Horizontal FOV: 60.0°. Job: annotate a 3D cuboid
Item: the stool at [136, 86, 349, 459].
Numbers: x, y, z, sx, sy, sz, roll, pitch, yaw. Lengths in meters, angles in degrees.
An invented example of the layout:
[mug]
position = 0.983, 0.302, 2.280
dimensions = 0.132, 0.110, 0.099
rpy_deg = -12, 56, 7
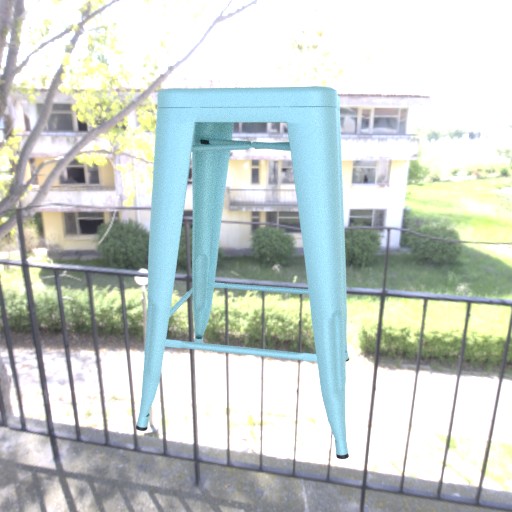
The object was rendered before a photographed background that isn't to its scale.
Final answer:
[stool]
position = 0.000, 0.000, 0.877
dimensions = 0.399, 0.609, 0.359
rpy_deg = 3, 17, 11
